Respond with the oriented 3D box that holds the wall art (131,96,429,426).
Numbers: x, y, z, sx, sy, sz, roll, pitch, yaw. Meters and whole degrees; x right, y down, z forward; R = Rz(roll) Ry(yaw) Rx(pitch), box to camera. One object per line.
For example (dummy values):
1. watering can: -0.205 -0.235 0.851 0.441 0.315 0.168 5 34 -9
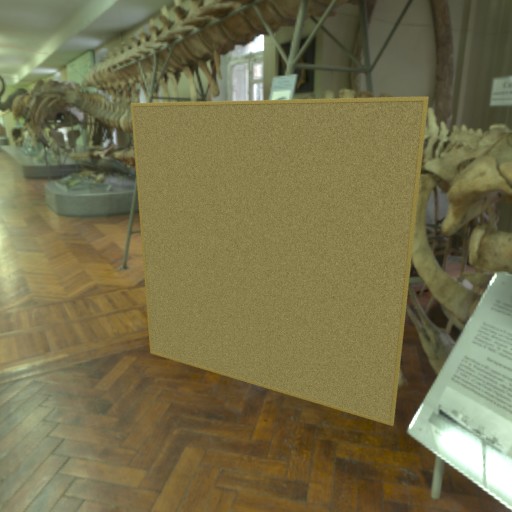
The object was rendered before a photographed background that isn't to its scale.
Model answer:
1. wall art: 0.000 0.000 1.449 0.962 0.959 0.013 9 19 26
